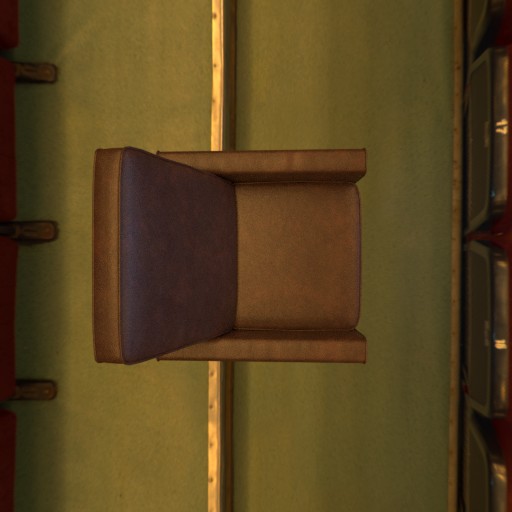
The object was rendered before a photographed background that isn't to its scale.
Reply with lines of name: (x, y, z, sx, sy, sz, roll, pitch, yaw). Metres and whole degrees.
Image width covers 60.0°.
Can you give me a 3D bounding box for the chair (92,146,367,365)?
chair: (0.000, 0.000, 1.505, 0.746, 1.013, 0.705, 0, 90, 1)
